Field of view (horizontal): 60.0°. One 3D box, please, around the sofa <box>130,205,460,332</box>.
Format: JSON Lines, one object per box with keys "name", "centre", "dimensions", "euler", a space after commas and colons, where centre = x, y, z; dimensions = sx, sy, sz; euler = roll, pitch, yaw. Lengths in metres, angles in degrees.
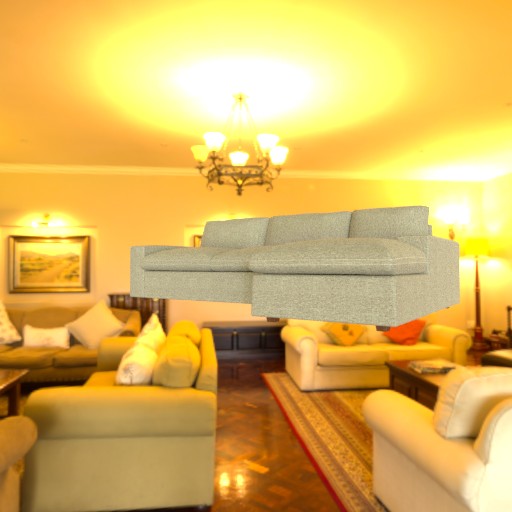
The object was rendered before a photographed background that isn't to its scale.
{"name": "sofa", "centre": [0.000, 0.000, 3.544], "dimensions": [2.718, 0.813, 1.689], "euler": [-1, -2, 34]}
